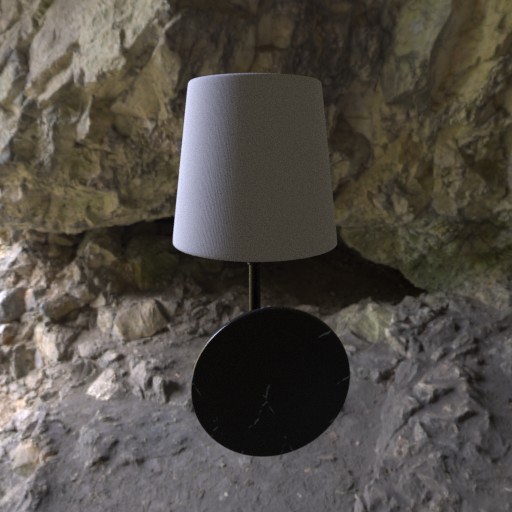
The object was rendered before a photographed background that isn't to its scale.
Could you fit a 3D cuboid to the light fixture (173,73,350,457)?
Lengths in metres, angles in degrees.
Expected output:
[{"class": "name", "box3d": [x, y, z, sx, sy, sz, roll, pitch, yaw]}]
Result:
[{"class": "light fixture", "box3d": [0.000, 0.000, 0.458, 0.168, 0.337, 0.188, -2, 15, -9]}]
